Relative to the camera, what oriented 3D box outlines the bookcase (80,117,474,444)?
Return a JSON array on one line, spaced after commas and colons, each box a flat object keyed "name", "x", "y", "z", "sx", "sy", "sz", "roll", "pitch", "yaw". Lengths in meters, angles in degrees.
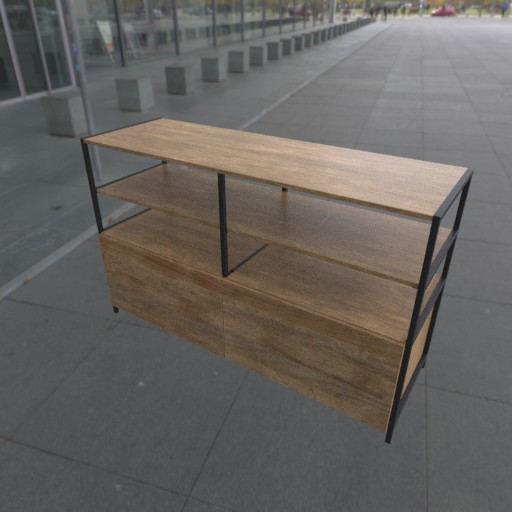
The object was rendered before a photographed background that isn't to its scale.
[{"name": "bookcase", "x": 0.000, "y": 0.000, "z": 1.498, "sx": 1.149, "sy": 0.712, "sz": 0.391, "roll": 18, "pitch": 34, "yaw": 28}]
